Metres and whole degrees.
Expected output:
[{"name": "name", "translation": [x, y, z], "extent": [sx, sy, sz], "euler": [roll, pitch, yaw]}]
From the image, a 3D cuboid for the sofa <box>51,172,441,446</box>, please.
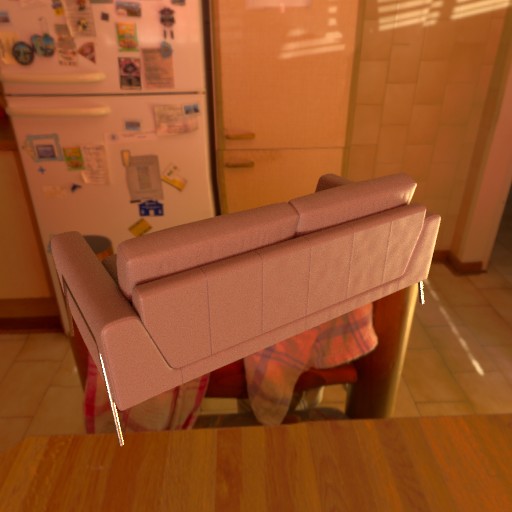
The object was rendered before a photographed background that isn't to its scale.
[{"name": "sofa", "translation": [0.000, 0.000, 2.553], "extent": [2.017, 0.875, 0.953], "euler": [-17, 33, -29]}]
